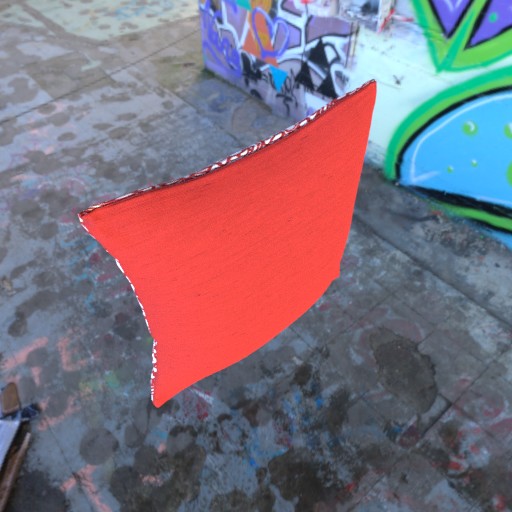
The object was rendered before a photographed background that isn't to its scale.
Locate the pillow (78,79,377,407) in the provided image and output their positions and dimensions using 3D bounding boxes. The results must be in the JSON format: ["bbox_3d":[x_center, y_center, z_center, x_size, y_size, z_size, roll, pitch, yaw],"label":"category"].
[{"bbox_3d":[0.000,0.000,0.667,0.438,0.419,0.162,-32,55,-26],"label":"pillow"}]
